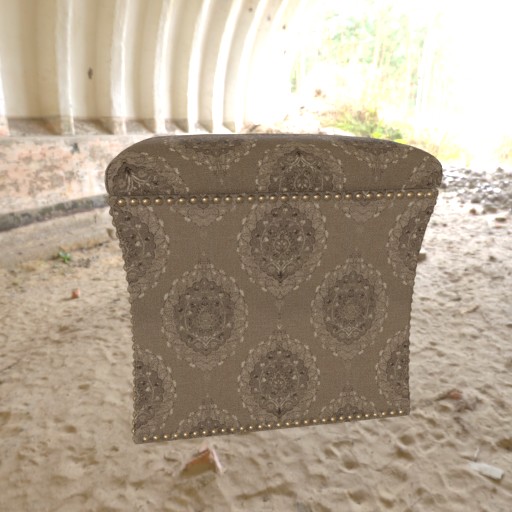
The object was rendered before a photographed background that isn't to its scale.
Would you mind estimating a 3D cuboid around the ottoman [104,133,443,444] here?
[{"bbox_3d":[0.000,0.000,0.888,0.497,0.473,0.507,-3,16,-9],"label":"ottoman"}]
